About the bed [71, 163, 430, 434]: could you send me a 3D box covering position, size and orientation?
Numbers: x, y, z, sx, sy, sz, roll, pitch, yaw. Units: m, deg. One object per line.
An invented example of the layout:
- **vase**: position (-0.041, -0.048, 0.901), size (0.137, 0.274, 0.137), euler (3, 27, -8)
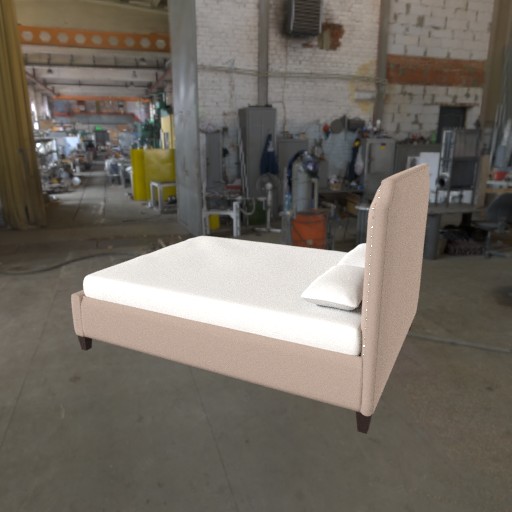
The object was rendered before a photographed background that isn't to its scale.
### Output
- **bed**: position (0.000, 0.000, 3.547), size (2.372, 1.443, 1.713), euler (8, 17, 26)
